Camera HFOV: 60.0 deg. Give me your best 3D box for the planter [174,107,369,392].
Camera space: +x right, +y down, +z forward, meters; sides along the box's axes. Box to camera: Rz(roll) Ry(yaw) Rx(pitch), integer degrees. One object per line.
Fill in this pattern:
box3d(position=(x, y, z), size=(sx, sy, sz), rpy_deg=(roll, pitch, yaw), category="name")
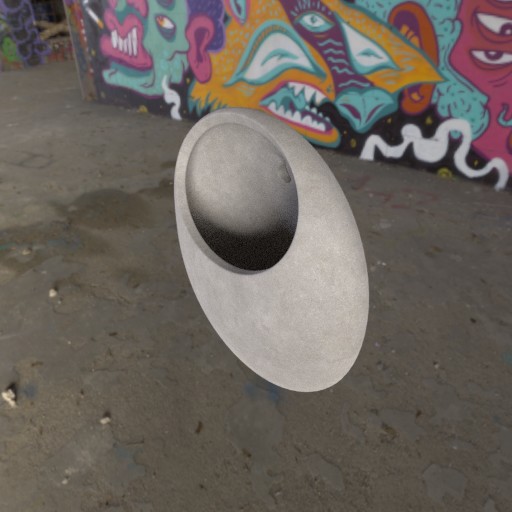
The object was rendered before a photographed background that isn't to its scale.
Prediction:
box3d(position=(0.000, 0.000, 0.292), size=(0.071, 0.188, 0.185), rpy_deg=(-21, 38, -29), category="planter")
